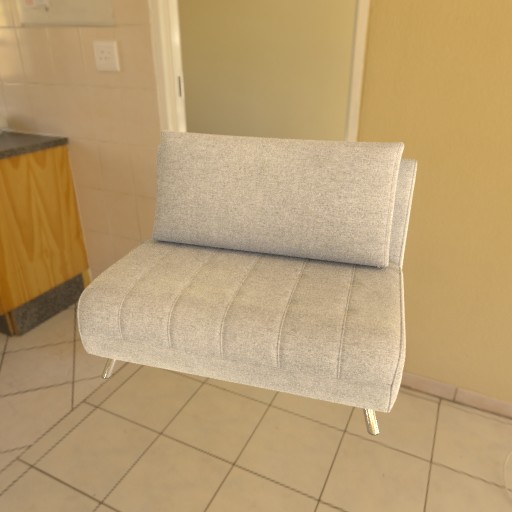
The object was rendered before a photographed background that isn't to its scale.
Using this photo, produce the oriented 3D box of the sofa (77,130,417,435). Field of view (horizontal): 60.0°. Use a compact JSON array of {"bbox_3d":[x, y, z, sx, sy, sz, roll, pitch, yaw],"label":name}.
[{"bbox_3d":[0.000,0.000,1.865,1.220,0.910,0.910,7,26,14],"label":"sofa"}]
